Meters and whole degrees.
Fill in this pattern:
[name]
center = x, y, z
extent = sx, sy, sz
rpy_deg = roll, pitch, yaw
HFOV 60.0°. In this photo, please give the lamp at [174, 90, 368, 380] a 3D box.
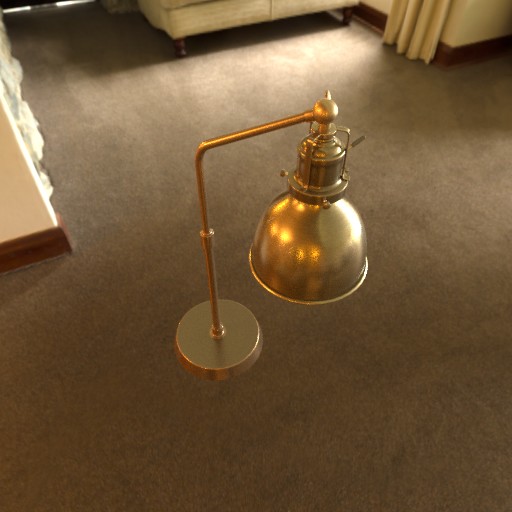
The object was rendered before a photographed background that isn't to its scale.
[lamp]
center = 0.000, 0.000, 0.587
extent = 0.286, 0.456, 0.153
rpy_deg = 11, 48, 10
